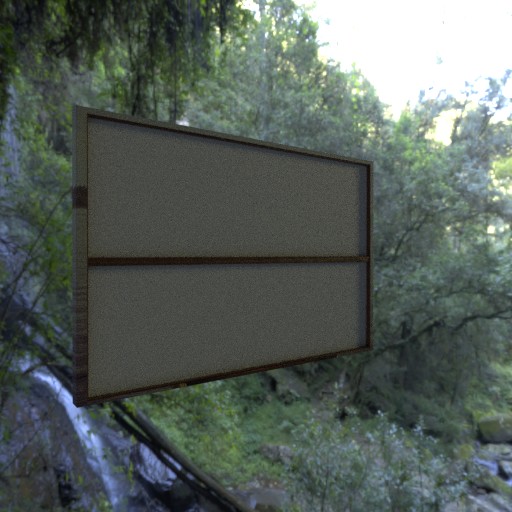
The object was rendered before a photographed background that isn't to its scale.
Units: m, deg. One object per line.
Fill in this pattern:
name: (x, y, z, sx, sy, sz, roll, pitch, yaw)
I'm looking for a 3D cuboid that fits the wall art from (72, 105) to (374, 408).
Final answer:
wall art: (0.000, 0.000, 1.470, 1.149, 0.765, 0.040, 0, 0, -36)
